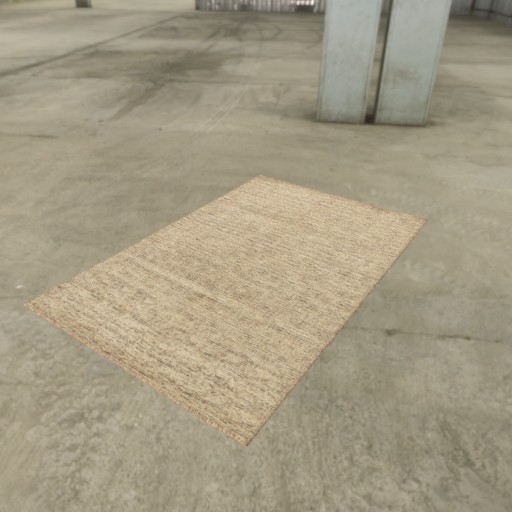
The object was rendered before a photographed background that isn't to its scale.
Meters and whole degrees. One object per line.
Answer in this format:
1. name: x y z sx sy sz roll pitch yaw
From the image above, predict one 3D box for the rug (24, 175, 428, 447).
1. rug: 0.000 0.000 2.278 1.211 0.018 1.822 20 38 29
